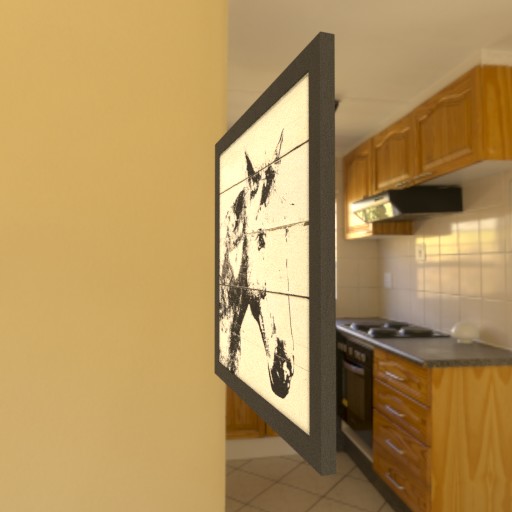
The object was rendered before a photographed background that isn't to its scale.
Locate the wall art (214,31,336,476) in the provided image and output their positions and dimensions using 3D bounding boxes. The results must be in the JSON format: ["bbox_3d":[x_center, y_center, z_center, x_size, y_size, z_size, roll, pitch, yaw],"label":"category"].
[{"bbox_3d":[0.000,0.000,1.497,0.038,1.016,1.016,0,-1,-19],"label":"wall art"}]
